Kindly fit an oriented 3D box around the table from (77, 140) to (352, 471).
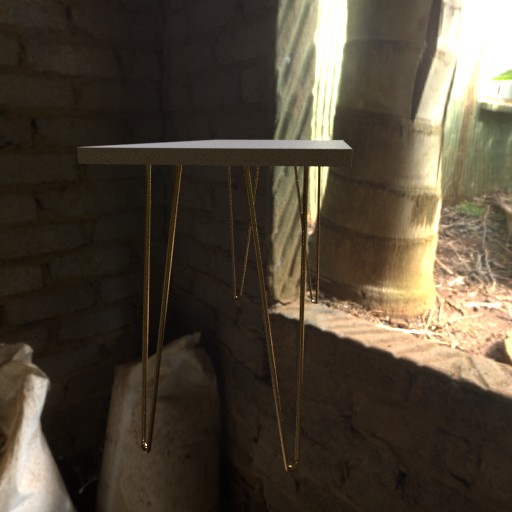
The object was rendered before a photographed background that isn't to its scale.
[{"bbox_3d":[0.000,0.000,1.332,0.498,0.660,0.991,3,16,10],"label":"table"}]
